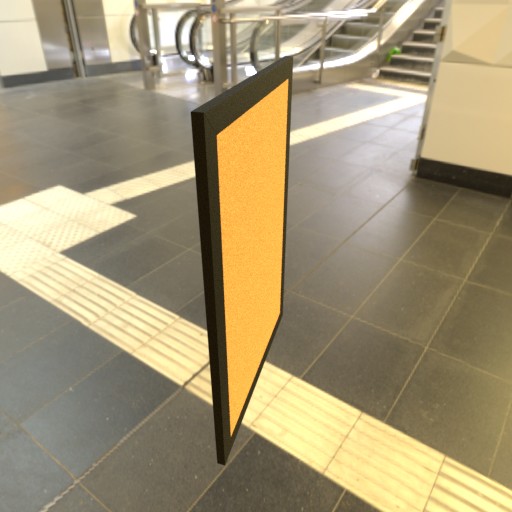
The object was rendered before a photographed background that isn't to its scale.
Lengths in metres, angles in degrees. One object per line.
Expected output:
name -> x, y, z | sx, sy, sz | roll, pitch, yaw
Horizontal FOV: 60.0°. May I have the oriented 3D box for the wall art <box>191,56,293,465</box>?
wall art -> 0.000, 0.000, 0.602 | 0.011, 0.459, 0.326 | 9, 33, 14
